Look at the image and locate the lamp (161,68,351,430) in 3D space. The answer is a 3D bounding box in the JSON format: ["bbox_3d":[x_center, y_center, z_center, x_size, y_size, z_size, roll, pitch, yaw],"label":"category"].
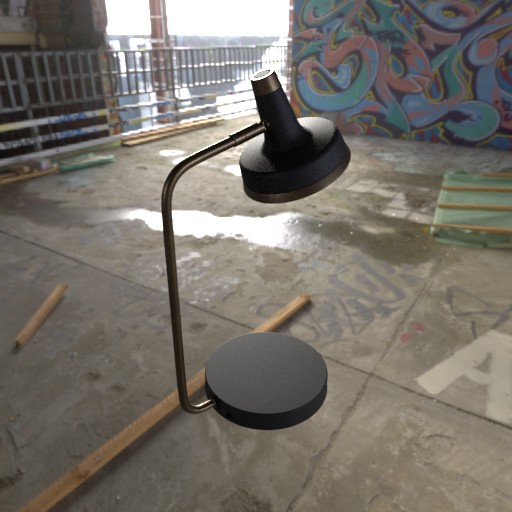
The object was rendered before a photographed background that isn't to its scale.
[{"bbox_3d":[0.000,0.000,0.494,0.218,0.385,0.162,-18,32,-32],"label":"lamp"}]
